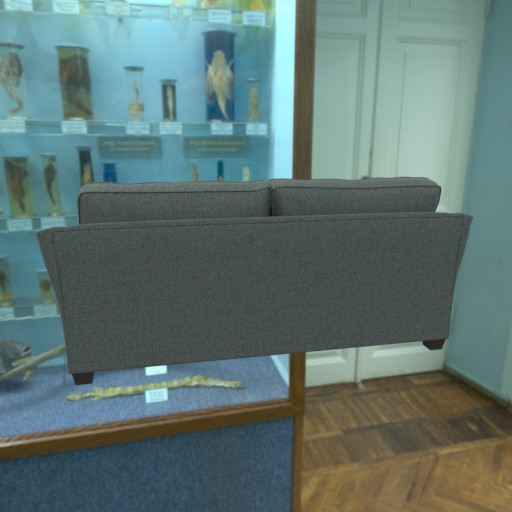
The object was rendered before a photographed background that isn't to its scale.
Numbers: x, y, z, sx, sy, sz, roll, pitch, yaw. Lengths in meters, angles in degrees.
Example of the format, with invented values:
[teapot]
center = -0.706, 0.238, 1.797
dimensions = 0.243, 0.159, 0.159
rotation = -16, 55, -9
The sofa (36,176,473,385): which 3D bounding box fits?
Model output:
[sofa]
center = 0.000, 0.000, 2.718
dimensions = 2.203, 0.976, 1.013
rotation = -3, 15, -11
